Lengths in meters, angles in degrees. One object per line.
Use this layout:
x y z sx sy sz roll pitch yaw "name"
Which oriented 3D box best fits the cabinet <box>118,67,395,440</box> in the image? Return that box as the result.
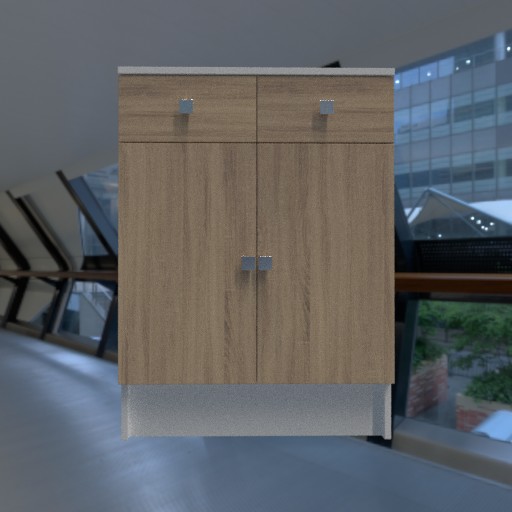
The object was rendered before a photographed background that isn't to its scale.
0.000 0.000 1.093 0.600 0.815 0.296 0 0 -1 "cabinet"
